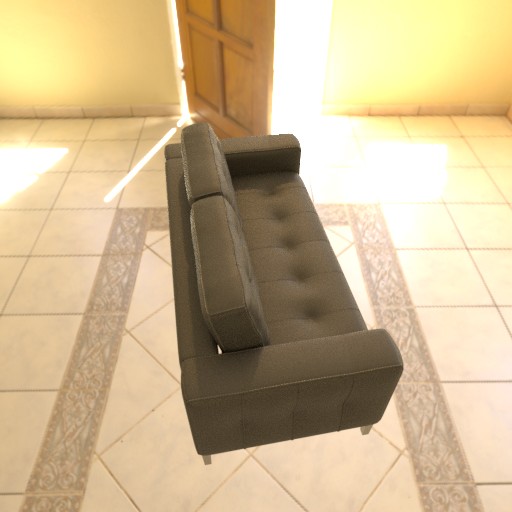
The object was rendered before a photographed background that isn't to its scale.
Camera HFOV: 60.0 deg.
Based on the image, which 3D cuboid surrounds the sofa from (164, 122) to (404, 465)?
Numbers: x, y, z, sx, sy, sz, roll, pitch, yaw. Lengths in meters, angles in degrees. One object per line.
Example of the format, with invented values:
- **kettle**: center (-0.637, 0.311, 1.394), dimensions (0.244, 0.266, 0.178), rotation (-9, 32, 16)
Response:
- **sofa**: center (0.000, 0.000, 2.285), dimensions (0.833, 0.892, 1.726), rotation (-7, 46, -7)
